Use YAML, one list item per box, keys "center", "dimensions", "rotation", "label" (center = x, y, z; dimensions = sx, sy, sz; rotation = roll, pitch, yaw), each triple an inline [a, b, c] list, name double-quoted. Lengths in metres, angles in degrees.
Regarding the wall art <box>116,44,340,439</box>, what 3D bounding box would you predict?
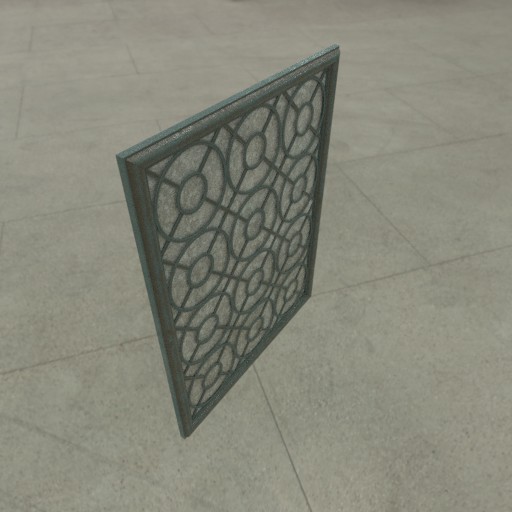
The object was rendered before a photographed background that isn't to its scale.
- center: [0.000, 0.000, 1.299]
  dimensions: [0.030, 0.983, 0.767]
  rotation: [26, 47, 26]
  label: "wall art"
